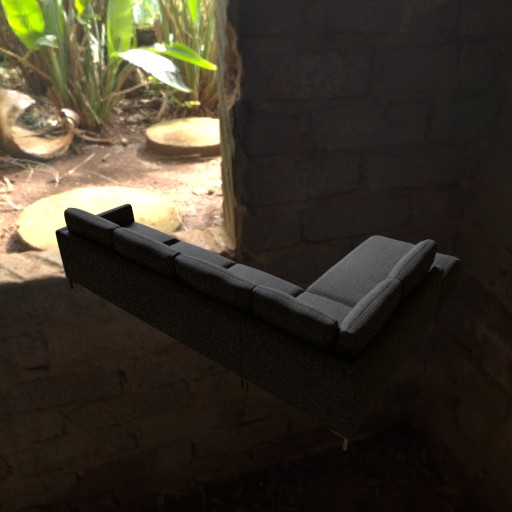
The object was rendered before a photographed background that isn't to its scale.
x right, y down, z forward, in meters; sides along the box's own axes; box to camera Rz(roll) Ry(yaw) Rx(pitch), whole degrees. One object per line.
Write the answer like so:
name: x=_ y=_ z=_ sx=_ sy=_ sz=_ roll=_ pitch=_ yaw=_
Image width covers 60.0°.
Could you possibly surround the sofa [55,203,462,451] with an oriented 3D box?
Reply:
sofa: x=0.000 y=0.000 z=3.866 sx=2.949 sy=0.815 sz=2.007 roll=21 pitch=35 yaw=32
